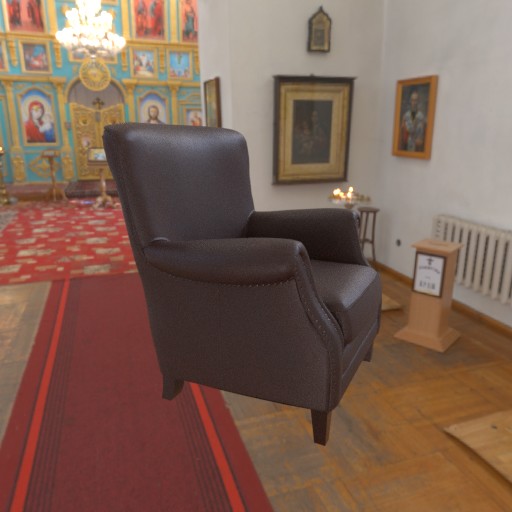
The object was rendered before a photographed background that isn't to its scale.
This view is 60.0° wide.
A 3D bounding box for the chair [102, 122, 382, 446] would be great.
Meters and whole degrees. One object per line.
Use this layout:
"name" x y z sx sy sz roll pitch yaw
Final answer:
"chair" 0.000 0.000 1.385 0.746 0.800 0.700 7 16 26
